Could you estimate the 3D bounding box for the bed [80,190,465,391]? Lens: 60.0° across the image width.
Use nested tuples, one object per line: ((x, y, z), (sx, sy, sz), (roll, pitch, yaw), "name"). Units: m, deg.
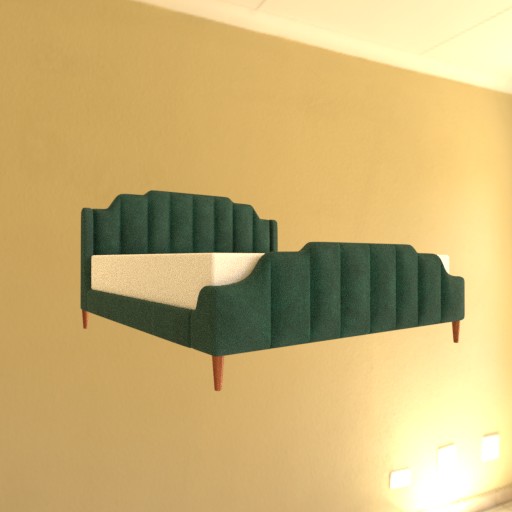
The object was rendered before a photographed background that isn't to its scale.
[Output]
((0.000, 0.000, 3.493), (2.074, 1.245, 2.340), (0, 0, -36), "bed")
